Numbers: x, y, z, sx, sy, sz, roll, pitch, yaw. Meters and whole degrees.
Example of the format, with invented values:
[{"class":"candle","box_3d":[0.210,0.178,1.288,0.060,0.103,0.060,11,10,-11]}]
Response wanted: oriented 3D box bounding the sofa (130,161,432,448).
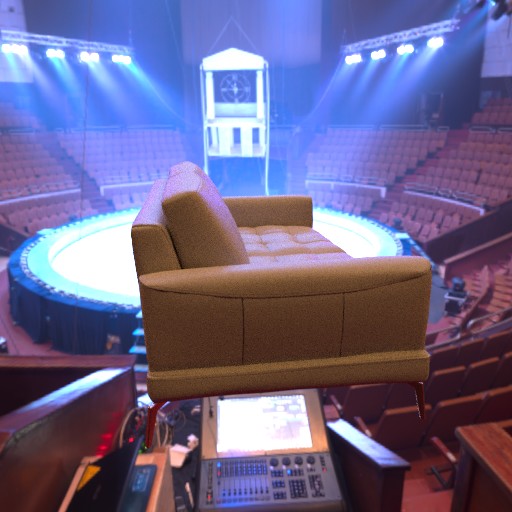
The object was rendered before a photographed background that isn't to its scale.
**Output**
[{"class":"sofa","box_3d":[0.000,0.000,2.406,1.121,0.930,1.819,-2,16,-9]}]
